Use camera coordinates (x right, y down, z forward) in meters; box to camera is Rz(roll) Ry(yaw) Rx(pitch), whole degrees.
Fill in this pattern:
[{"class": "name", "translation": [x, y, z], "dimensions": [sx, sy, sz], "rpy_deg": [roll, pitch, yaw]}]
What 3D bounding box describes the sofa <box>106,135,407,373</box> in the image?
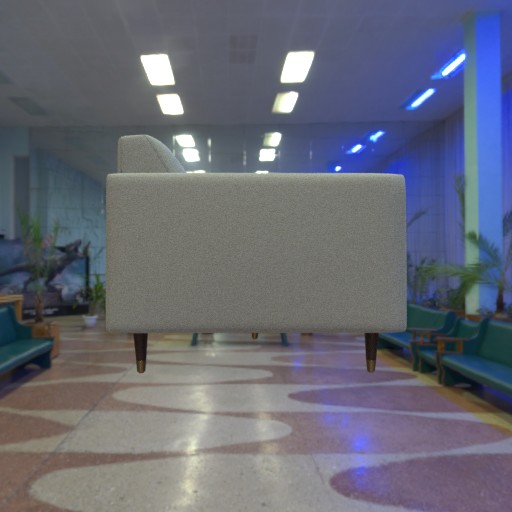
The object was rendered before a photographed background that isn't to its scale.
[{"class": "sofa", "translation": [0.000, 0.000, 2.146], "dimensions": [0.950, 0.801, 1.585], "rpy_deg": [0, -1, -1]}]
